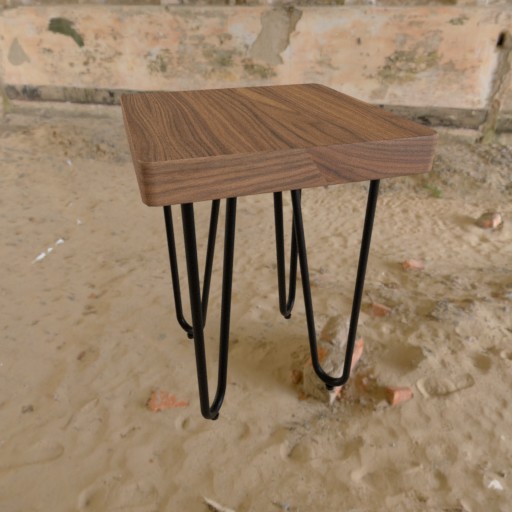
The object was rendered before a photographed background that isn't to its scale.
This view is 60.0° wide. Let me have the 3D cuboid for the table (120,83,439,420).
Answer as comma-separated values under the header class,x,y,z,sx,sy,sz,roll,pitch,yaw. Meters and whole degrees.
class,x,y,z,sx,sy,sz,roll,pitch,yaw
table,0.000,0.000,1.005,0.479,0.641,0.480,-9,32,-15
